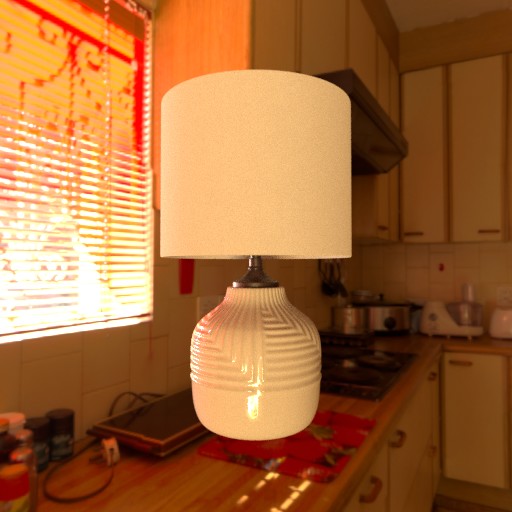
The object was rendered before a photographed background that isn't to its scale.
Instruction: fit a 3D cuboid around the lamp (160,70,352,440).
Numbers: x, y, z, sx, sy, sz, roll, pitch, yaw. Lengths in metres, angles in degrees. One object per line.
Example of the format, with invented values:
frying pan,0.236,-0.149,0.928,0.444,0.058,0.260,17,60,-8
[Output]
lamp,0.000,0.000,0.753,0.318,0.567,0.318,0,-1,0
